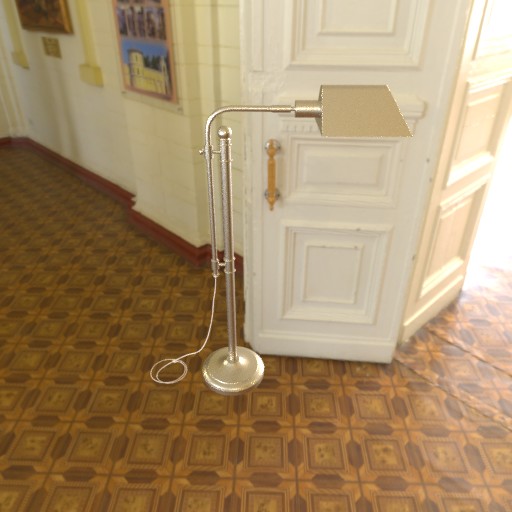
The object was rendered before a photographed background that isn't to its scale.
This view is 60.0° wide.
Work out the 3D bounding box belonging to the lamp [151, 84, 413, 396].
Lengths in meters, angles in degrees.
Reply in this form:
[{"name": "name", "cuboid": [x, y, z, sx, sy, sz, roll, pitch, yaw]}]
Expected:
[{"name": "lamp", "cuboid": [0.000, 0.000, 0.967, 0.546, 0.708, 0.159, 1, 31, 1]}]
